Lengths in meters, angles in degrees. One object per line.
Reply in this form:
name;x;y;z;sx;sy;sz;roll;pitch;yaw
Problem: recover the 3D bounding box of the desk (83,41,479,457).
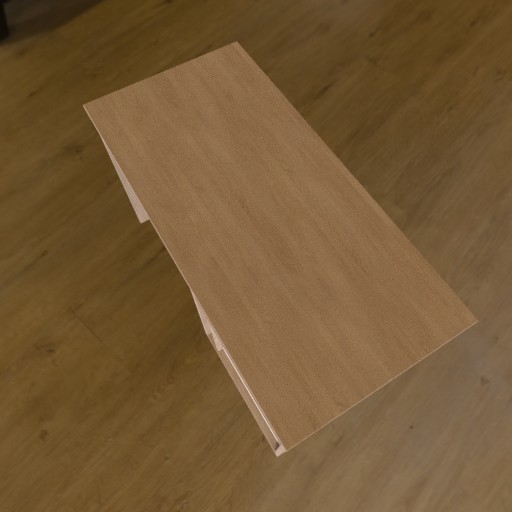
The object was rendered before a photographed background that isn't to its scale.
desk;0.000;0.000;1.668;0.600;0.770;1.251;-29;67;-13
